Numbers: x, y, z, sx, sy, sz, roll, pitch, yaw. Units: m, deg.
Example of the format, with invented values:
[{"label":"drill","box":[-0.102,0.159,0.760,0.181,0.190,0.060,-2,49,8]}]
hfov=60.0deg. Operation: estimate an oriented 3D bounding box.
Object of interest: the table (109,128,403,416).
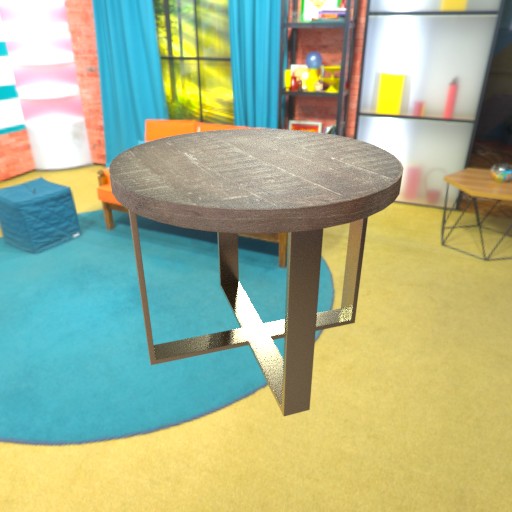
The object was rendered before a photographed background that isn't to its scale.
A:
[{"label":"table","box":[0.000,0.000,0.974,0.557,0.437,0.557,0,27,0]}]
